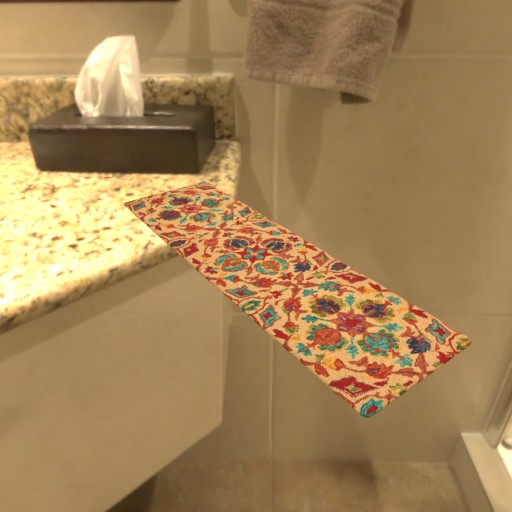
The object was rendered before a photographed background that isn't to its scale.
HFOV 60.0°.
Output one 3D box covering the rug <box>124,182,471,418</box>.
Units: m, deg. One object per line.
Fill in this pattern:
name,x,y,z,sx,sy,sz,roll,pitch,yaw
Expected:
rug,0.000,0.000,2.534,0.693,0.016,2.273,-21,37,-30
